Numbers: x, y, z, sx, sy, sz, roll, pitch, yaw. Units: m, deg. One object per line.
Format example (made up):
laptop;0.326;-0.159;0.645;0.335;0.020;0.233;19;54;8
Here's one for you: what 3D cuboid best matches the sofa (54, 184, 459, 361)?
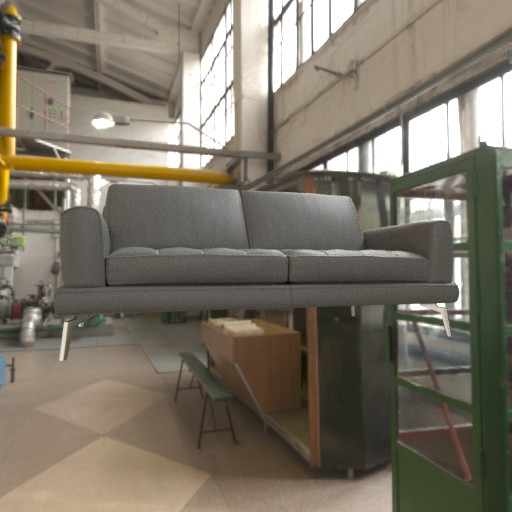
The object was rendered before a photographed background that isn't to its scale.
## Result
sofa;0.000;0.000;2.729;2.177;0.930;1.121;0;-1;-18
